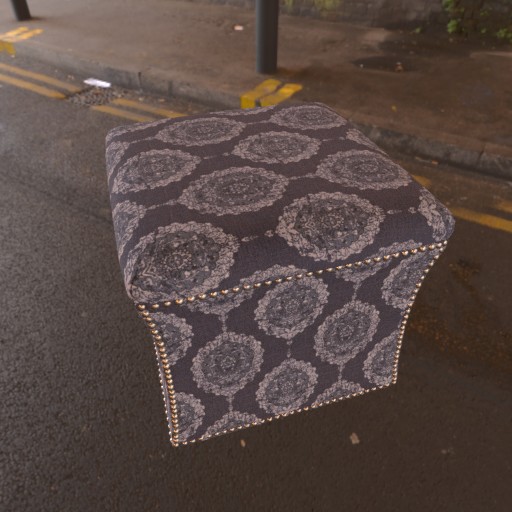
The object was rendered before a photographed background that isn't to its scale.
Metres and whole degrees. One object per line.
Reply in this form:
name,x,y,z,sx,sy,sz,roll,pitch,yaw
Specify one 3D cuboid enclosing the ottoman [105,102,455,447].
ottoman,0.000,0.000,0.907,0.507,0.475,0.497,-11,41,-13
